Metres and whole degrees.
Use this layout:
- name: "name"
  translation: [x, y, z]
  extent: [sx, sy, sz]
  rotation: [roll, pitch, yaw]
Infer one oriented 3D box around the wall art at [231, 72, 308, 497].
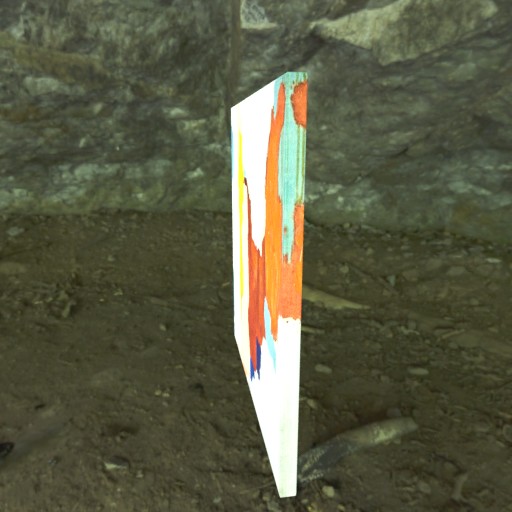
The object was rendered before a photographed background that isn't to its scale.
- name: "wall art"
  translation: [0.000, 0.000, 1.494]
  extent: [0.044, 1.017, 1.017]
  rotation: [-2, 15, -9]
